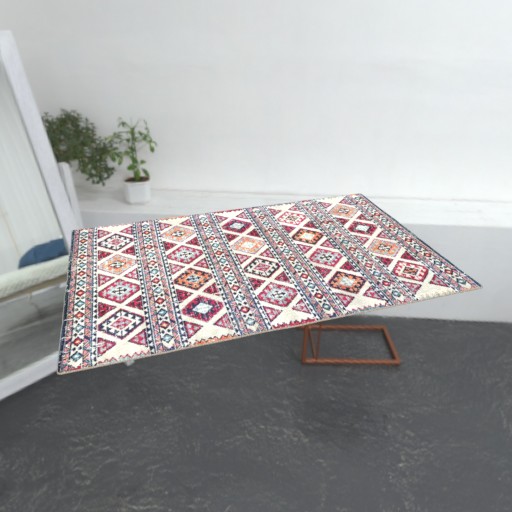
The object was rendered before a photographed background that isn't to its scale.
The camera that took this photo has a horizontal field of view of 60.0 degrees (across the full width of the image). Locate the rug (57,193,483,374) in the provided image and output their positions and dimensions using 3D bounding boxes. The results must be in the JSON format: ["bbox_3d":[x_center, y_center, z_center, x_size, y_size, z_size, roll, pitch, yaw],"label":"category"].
[{"bbox_3d":[0.000,0.000,3.018,2.440,0.010,1.545,-9,32,-15],"label":"rug"}]
